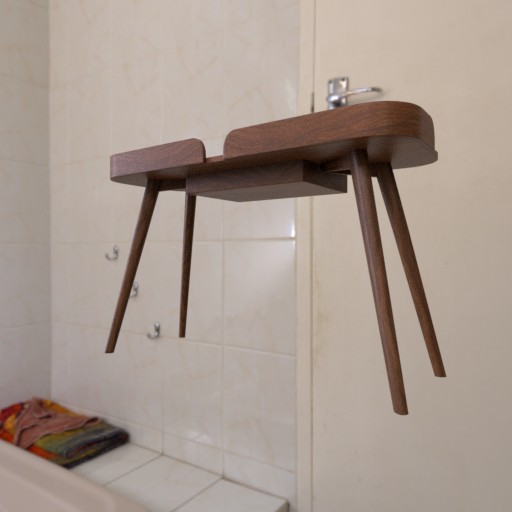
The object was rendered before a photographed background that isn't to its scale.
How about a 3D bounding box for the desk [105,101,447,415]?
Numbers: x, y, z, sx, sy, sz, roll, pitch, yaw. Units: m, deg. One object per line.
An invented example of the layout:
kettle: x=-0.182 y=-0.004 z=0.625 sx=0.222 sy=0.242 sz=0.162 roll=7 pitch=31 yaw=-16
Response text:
desk: x=0.000 y=0.000 z=1.650 sx=1.256 sy=0.800 sz=0.486 roll=0 pitch=0 yaw=35
